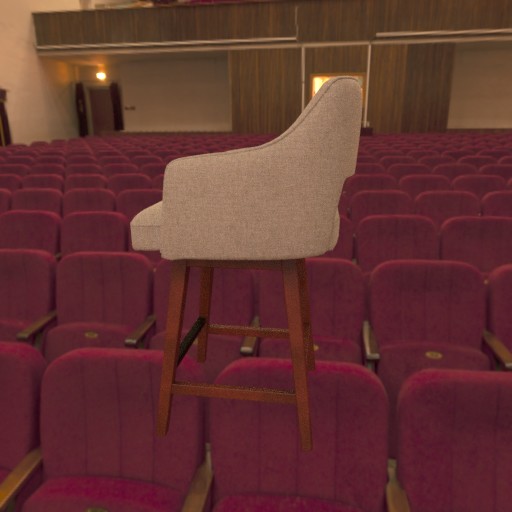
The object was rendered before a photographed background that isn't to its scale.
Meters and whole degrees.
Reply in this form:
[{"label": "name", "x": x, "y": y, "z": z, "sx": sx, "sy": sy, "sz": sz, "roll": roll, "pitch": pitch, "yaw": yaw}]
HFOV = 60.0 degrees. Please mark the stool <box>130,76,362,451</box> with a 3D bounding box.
[{"label": "stool", "x": 0.000, "y": 0.000, "z": 1.297, "sx": 0.558, "sy": 0.944, "sz": 0.599, "roll": 2, "pitch": 15, "yaw": 8}]
